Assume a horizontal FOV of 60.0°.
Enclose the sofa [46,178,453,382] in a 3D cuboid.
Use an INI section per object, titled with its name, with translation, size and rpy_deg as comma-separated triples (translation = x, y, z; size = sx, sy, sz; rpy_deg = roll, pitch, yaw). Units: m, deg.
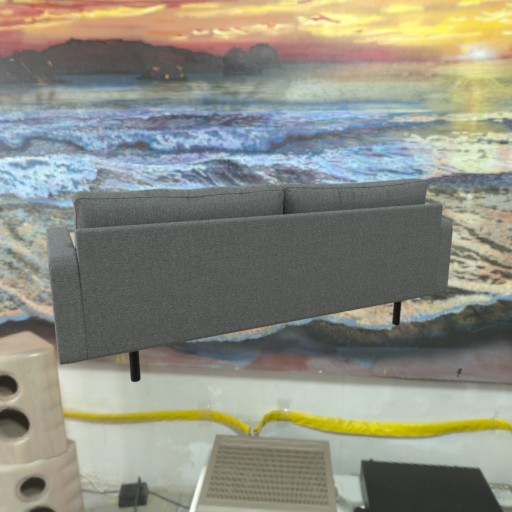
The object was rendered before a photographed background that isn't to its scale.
[sofa]
translation = 0.000, 0.000, 2.598
size = 2.200, 0.880, 0.880
rpy_deg = -6, 15, -25
